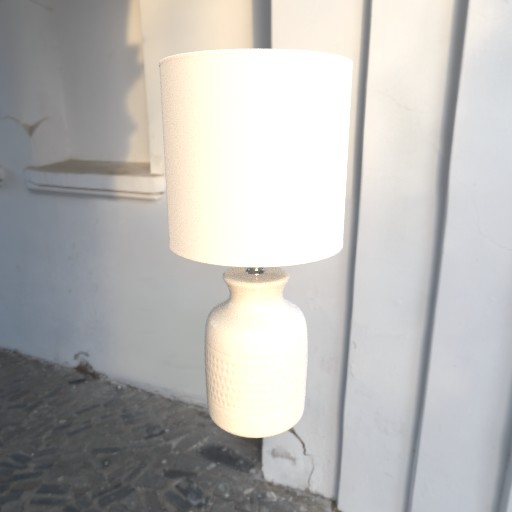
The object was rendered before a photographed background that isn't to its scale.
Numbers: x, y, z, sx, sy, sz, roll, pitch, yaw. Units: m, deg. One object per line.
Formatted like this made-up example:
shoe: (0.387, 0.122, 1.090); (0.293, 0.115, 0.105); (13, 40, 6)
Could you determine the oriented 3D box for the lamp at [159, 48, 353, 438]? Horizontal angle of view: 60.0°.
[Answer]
lamp: (0.000, 0.000, 0.492); (0.188, 0.392, 0.188); (15, 22, 42)
